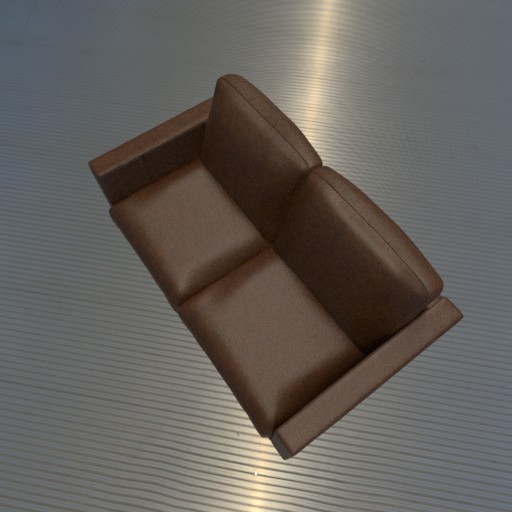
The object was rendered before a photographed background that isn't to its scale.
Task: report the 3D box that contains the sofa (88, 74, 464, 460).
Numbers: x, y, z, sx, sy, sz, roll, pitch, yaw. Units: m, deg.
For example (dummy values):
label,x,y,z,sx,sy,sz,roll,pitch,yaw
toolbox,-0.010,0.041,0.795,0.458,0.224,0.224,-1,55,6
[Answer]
label,x,y,z,sx,sy,sz,roll,pitch,yaw
sofa,0.000,0.000,2.110,0.909,0.951,1.578,-33,68,-15
